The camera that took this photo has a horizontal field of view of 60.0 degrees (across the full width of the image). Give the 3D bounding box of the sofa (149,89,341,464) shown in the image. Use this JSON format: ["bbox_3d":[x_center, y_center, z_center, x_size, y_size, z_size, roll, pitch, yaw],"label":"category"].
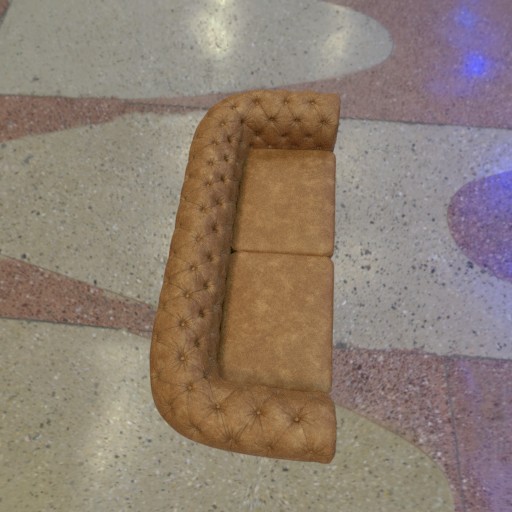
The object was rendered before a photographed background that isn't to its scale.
[{"bbox_3d":[0.000,0.000,2.853,0.989,0.760,2.365,5,63,2],"label":"sofa"}]
